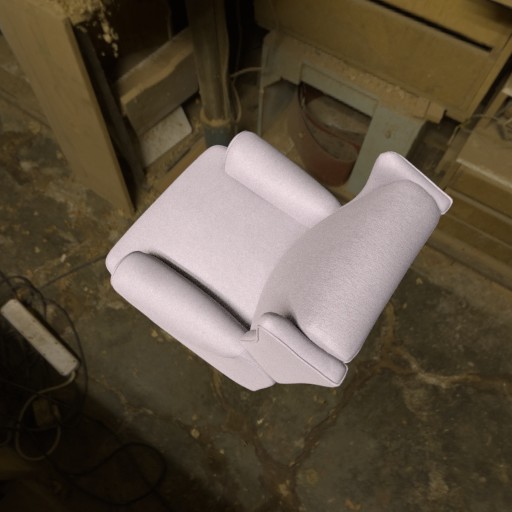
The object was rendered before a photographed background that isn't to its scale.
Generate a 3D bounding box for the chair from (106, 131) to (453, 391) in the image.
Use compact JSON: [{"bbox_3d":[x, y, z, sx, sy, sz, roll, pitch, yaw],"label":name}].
[{"bbox_3d":[0.000,0.000,1.688,0.969,1.011,0.847,33,69,14],"label":"chair"}]
